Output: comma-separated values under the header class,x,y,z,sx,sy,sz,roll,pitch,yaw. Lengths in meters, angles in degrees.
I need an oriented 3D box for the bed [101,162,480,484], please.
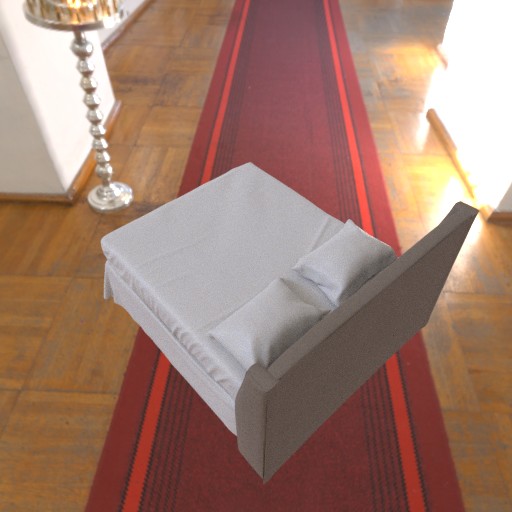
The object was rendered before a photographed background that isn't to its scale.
class,x,y,z,sx,sy,sz,roll,pitch,yaw
bed,0.000,0.000,3.475,1.925,1.332,2.276,-33,54,-28
